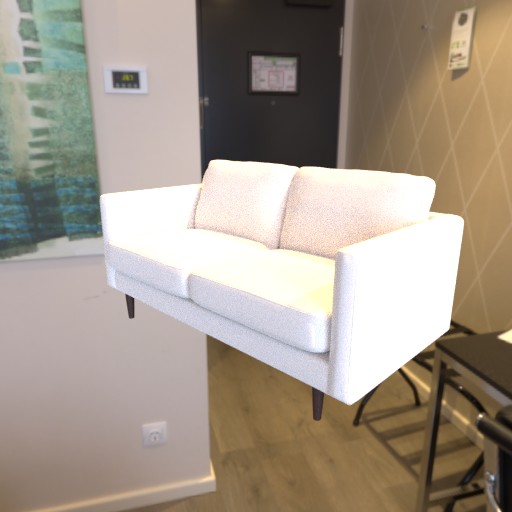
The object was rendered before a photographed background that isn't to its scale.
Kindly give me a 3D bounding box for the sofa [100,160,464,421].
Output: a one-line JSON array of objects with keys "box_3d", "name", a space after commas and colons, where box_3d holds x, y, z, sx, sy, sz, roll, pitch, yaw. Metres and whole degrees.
[{"box_3d": [0.000, 0.000, 2.300, 1.713, 0.893, 0.940, 15, 22, 42], "name": "sofa"}]
